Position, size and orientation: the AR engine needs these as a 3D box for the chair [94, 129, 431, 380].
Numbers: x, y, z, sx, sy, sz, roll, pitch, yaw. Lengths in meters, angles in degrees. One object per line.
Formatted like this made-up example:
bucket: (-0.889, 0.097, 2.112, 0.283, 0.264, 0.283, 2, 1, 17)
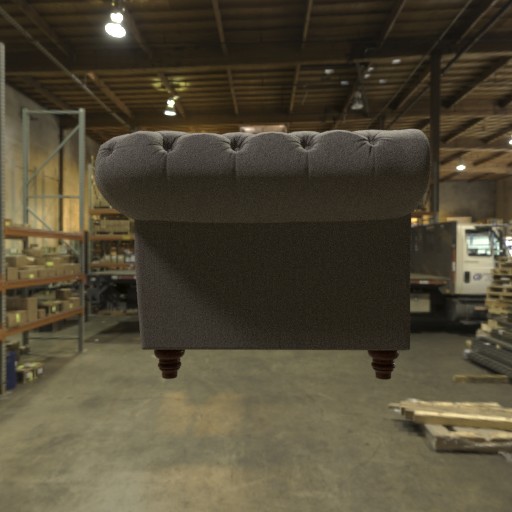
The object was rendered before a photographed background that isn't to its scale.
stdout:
chair: (0.000, 0.000, 1.822, 0.976, 0.770, 1.270, 0, 1, 1)
